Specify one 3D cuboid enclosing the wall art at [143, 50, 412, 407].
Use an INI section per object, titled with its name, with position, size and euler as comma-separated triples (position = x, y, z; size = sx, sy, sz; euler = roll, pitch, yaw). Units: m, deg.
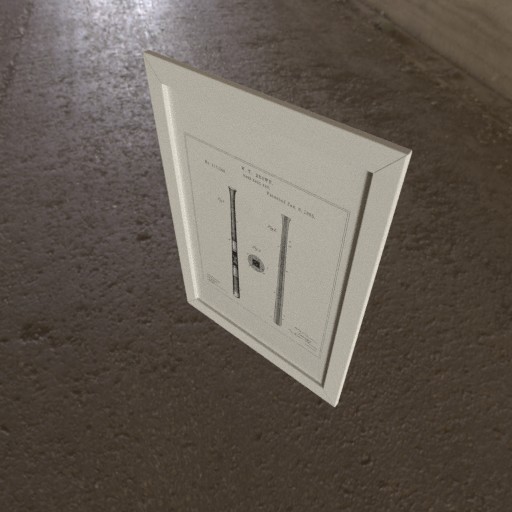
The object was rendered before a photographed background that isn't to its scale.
[wall art]
position = 0.000, 0.000, 0.688
size = 0.374, 0.529, 0.012
euler = 31, 53, 26
